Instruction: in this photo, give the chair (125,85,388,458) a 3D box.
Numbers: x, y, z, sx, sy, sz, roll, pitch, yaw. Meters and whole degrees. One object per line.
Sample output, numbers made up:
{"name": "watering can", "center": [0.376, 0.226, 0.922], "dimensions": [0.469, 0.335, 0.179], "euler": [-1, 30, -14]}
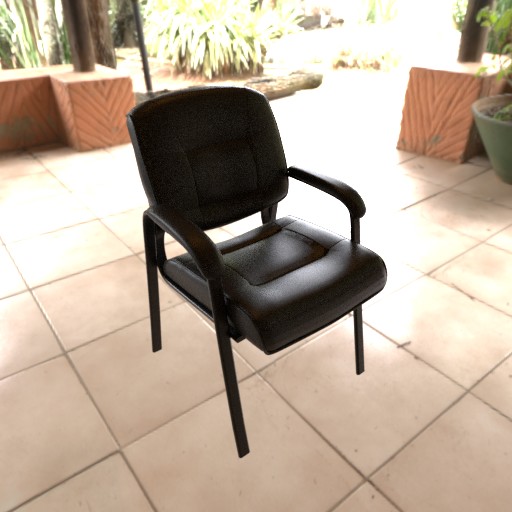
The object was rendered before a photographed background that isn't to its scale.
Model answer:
{"name": "chair", "center": [0.000, 0.000, 1.372], "dimensions": [0.591, 0.910, 0.668], "euler": [-22, 38, -32]}
